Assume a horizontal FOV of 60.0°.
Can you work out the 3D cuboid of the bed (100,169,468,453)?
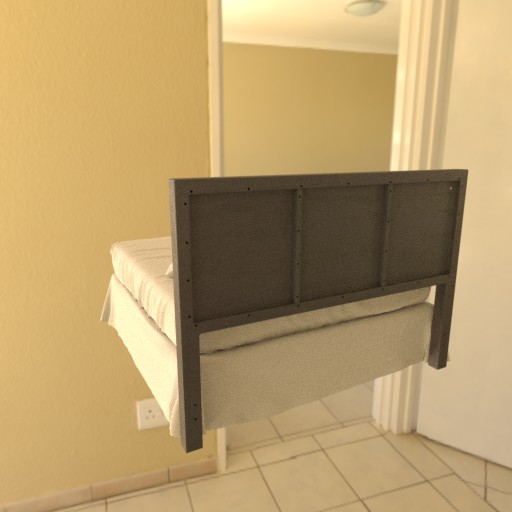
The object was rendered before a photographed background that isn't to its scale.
[{"bbox_3d":[0.000,0.000,2.869,1.772,1.142,1.785,-7,16,-27],"label":"bed"}]
